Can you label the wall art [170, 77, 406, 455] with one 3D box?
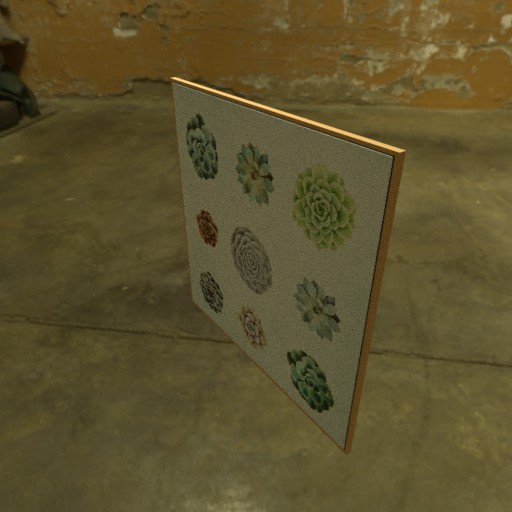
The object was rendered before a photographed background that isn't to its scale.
[{"bbox_3d":[0.000,0.000,0.987,0.014,0.655,0.657,-21,38,-30],"label":"wall art"}]
